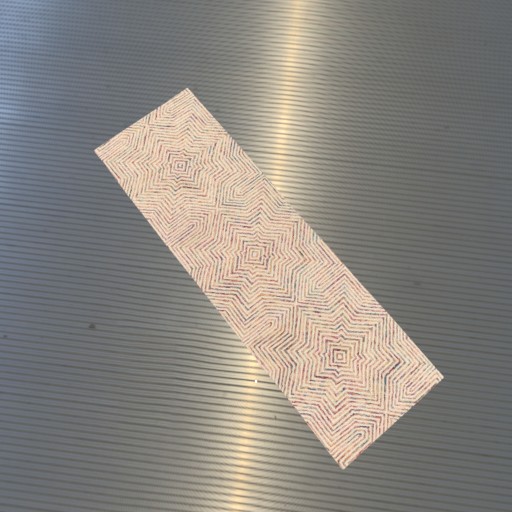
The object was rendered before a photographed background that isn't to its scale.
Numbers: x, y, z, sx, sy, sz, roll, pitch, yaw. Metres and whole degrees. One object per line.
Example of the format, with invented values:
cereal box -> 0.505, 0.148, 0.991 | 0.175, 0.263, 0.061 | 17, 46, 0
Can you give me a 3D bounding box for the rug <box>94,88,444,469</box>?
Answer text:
rug -> 0.000, 0.000, 2.696 | 0.771, 0.009, 2.443 | -38, 78, -10
